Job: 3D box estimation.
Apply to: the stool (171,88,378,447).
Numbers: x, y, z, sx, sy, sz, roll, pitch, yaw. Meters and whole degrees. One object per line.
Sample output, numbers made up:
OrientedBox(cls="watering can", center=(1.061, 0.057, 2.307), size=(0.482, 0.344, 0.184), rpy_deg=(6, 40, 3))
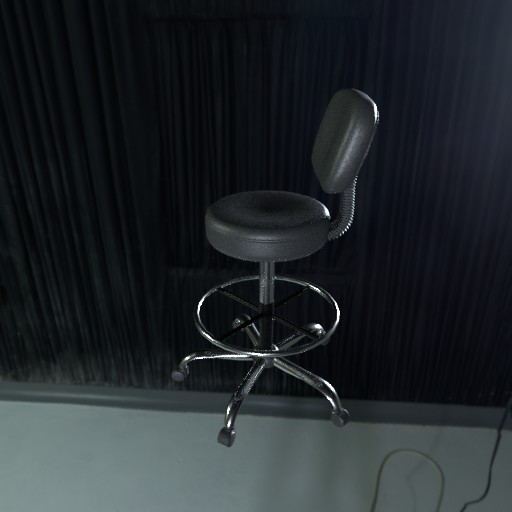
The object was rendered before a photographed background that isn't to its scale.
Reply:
OrientedBox(cls="stool", center=(0.000, 0.000, 1.515), size=(0.658, 1.069, 0.694), rpy_deg=(0, 26, 0))
